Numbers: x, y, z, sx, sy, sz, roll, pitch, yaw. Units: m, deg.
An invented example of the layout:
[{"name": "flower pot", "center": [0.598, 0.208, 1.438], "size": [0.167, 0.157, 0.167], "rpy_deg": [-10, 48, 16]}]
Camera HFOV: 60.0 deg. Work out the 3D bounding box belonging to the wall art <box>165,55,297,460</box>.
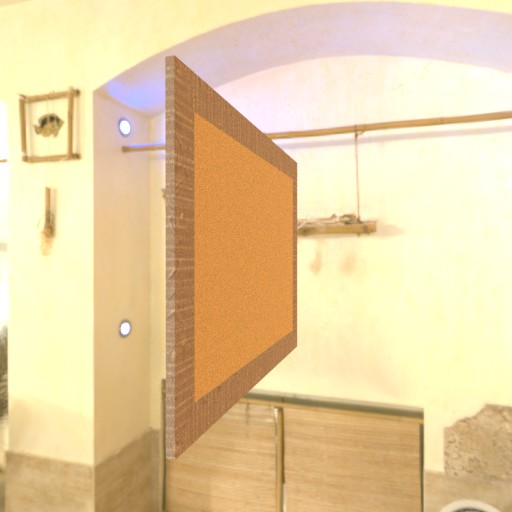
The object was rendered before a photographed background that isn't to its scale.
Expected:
[{"name": "wall art", "center": [0.000, 0.000, 1.336], "size": [0.020, 0.761, 1.056], "rpy_deg": [0, 1, 18]}]
